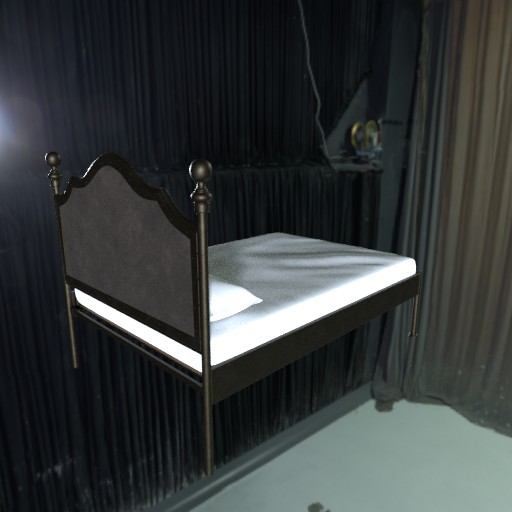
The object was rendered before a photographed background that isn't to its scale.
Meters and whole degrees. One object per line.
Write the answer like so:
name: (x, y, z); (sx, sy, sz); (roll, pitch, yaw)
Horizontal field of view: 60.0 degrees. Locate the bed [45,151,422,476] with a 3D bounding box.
bed: (0.000, 0.000, 3.122); (1.533, 1.462, 2.170); (14, 20, 43)
